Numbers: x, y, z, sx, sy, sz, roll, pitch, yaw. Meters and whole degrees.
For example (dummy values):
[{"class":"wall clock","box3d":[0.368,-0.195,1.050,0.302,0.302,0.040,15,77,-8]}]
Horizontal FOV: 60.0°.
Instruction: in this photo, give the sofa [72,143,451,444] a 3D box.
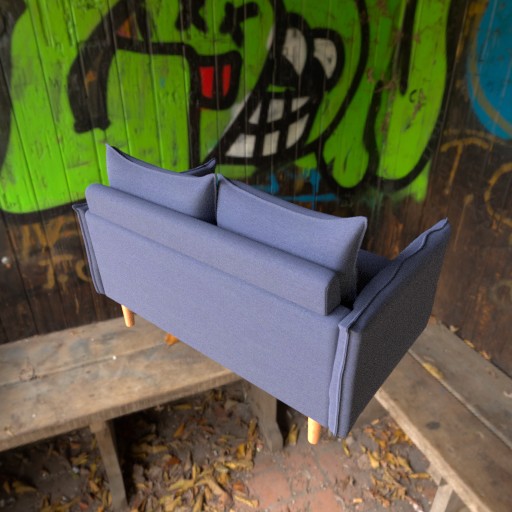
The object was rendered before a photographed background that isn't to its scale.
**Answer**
[{"class":"sofa","box3d":[0.000,0.000,1.821,1.300,0.840,0.820,22,36,33]}]
